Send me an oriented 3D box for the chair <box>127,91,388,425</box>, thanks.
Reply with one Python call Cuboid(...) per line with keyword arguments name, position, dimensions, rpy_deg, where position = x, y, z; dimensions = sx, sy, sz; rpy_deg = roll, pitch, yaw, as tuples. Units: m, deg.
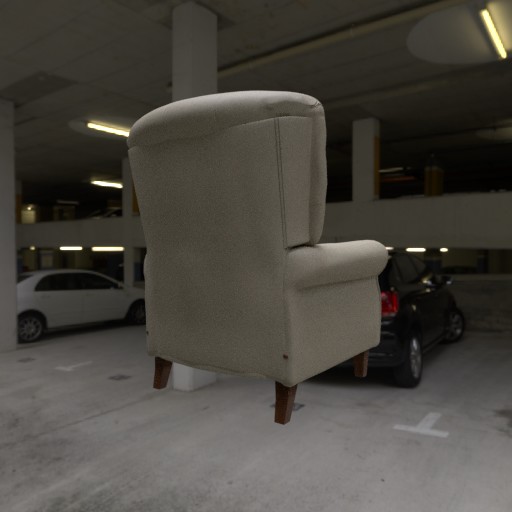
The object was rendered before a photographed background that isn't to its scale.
Cuboid(name="chair", position=(0.000, 0.000, 1.977), dimensions=(0.943, 1.158, 1.059), rpy_deg=(1, 2, 37))
